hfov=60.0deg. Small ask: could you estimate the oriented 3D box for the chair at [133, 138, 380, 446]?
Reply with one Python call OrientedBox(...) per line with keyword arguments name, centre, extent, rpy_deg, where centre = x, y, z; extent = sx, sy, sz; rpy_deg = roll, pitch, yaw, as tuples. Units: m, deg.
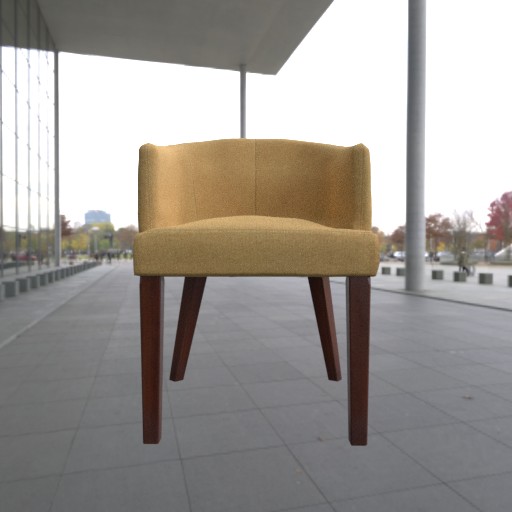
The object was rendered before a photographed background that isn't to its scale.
OrientedBox(name="chair", centre=(0.000, 0.000, 1.248), extent=(0.583, 0.811, 0.655), rpy_deg=(0, 1, 0))
